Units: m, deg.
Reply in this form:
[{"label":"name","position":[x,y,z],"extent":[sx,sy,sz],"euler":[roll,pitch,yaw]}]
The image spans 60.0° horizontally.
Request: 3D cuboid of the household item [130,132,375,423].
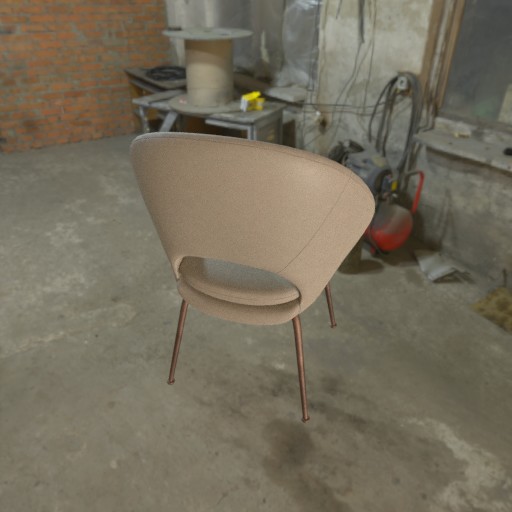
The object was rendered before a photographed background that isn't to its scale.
[{"label":"household item","position":[0.000,0.000,1.296],"extent":[0.623,0.852,0.573],"euler":[10,33,16]}]
